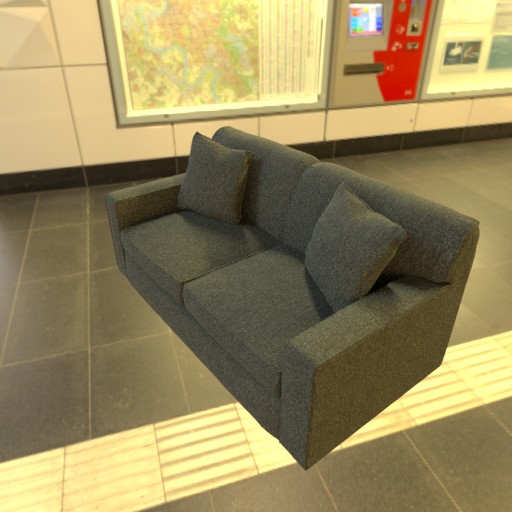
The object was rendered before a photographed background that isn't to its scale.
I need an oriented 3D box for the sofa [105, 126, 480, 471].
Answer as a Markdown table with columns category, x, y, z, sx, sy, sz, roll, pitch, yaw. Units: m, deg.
| category | x | y | z | sx | sy | sz | roll | pitch | yaw |
| --- | --- | --- | --- | --- | --- | --- | --- | --- | --- |
| sofa | 0.000 | 0.000 | 2.399 | 0.998 | 0.958 | 1.846 | -22 | 38 | -31 |
